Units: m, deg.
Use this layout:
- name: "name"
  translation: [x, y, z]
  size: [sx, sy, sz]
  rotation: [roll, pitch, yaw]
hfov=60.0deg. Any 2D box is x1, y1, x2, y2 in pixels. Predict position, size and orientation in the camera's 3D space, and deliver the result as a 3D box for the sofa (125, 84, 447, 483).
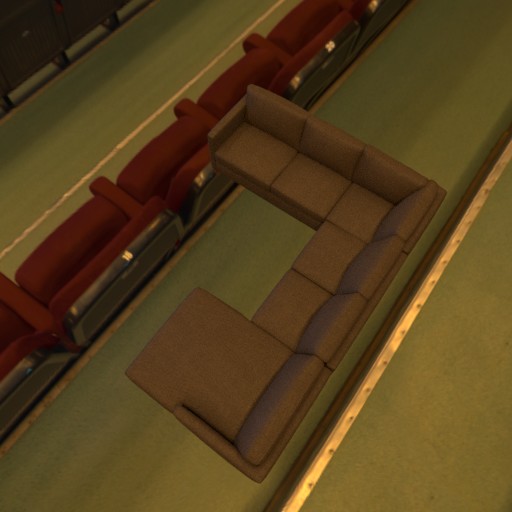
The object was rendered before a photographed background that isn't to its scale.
- name: "sofa"
  translation: [0.000, 0.000, 4.649]
  size: [2.594, 0.961, 3.460]
  rotation: [33, 69, 15]
